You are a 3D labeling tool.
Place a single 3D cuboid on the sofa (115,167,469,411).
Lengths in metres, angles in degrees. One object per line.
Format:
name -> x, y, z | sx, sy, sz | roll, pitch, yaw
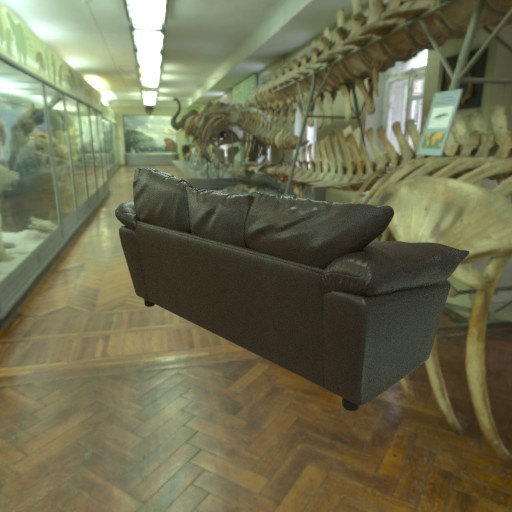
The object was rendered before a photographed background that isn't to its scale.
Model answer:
sofa -> 0.000, 0.000, 2.945 | 0.907, 1.091, 2.390 | -14, 20, -42
